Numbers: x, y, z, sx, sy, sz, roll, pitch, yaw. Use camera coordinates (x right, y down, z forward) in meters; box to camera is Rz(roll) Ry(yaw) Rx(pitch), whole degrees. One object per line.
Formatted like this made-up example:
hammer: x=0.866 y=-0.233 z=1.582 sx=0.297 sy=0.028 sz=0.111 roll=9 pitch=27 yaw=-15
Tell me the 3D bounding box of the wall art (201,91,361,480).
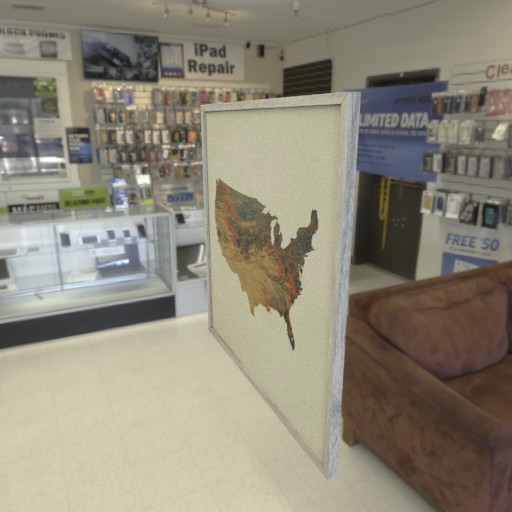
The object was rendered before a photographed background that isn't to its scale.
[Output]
wall art: x=0.000 y=0.000 z=0.765 sx=0.016 sy=0.507 sz=0.508 roll=-8 pitch=19 yaw=-24
